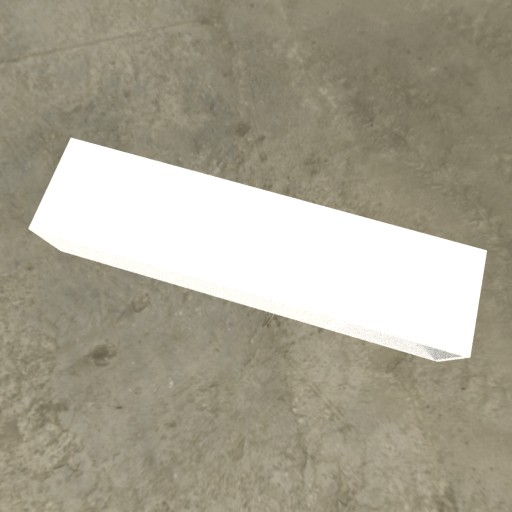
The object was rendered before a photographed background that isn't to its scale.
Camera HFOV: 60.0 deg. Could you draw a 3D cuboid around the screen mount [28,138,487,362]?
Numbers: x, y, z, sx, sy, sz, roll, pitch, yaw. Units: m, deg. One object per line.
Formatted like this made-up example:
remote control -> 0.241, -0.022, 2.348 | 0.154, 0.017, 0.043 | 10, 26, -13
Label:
screen mount -> 0.000, 0.000, 1.840 | 1.644, 0.432, 0.399 | 16, 74, 5
